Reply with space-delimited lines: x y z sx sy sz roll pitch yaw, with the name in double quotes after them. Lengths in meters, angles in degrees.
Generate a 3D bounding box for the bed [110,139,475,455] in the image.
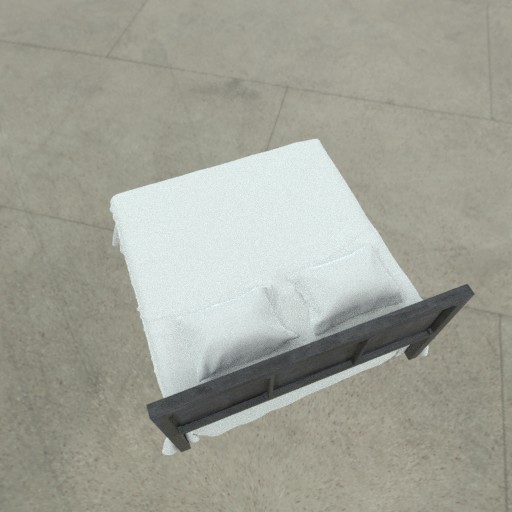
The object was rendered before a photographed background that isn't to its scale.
0.000 0.000 3.501 2.255 1.158 2.165 -18 60 -11 "bed"
